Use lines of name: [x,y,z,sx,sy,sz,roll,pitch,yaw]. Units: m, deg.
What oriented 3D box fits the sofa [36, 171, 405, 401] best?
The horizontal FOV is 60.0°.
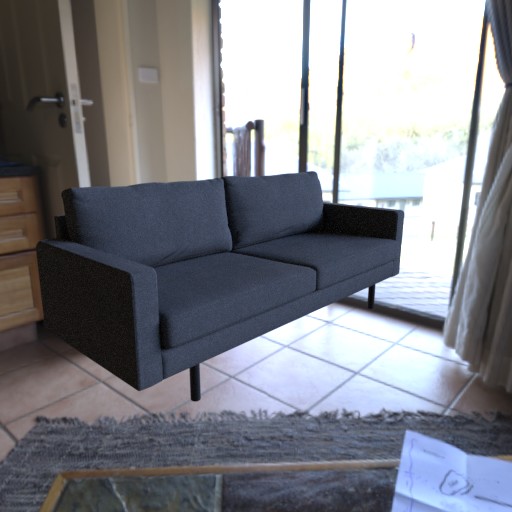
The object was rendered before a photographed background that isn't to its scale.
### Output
sofa: [0.000,0.000,2.563,0.880,0.880,2.100,13,19,42]
